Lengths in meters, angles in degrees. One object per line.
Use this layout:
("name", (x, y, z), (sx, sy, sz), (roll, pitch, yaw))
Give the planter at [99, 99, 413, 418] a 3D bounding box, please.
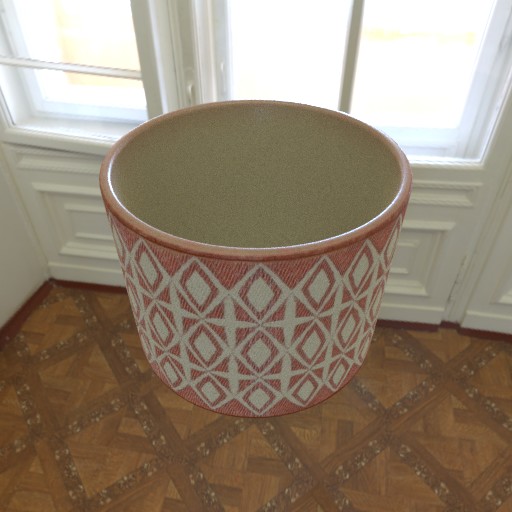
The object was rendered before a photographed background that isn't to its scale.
("planter", (0.000, 0.000, 0.475), (0.273, 0.237, 0.273), (0, 41, 0))
